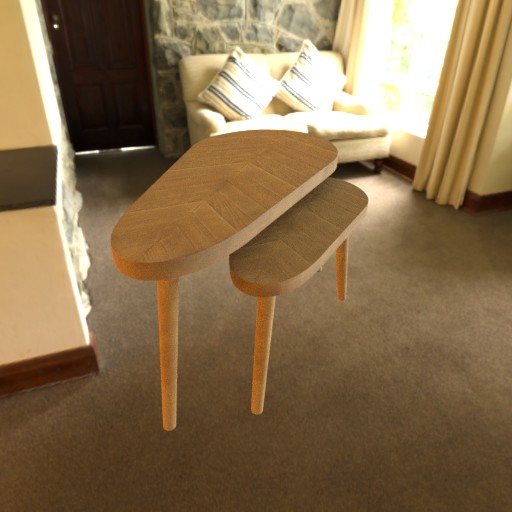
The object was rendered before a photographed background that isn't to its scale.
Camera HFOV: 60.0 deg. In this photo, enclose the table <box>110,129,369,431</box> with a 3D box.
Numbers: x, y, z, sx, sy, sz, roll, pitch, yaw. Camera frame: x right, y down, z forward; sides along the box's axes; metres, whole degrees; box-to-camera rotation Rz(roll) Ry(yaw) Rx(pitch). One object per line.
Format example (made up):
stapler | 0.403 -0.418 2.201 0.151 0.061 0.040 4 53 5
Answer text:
table | 0.000 0.000 1.581 0.701 0.595 1.190 10 32 17
